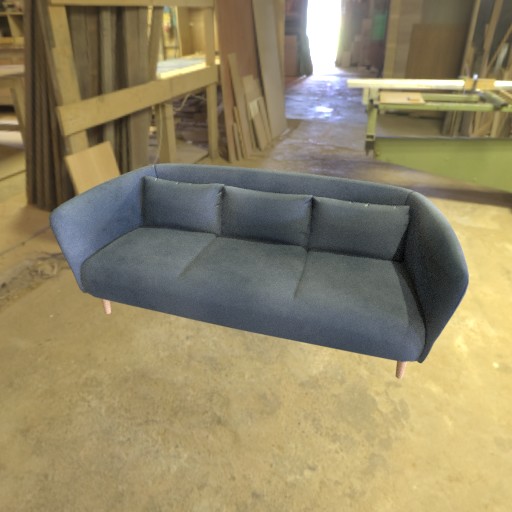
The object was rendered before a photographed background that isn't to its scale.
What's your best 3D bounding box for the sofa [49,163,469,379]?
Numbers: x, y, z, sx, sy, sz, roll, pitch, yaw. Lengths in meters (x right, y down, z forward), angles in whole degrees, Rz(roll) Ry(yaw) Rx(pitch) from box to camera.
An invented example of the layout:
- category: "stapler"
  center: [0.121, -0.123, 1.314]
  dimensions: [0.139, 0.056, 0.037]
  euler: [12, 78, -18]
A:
- category: "sofa"
  center: [0.000, 0.000, 2.543]
  dimensions: [2.095, 0.795, 0.849]
  euler: [9, 29, 17]
